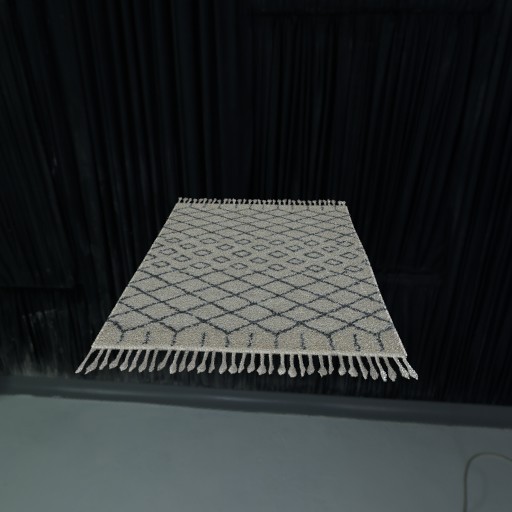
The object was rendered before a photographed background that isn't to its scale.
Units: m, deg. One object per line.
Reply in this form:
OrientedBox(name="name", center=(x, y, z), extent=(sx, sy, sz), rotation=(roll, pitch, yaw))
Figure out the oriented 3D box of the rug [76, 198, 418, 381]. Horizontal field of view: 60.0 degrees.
OrientedBox(name="rug", center=(0.000, 0.000, 3.286), extent=(1.664, 0.029, 2.615), rotation=(1, 26, 2))
